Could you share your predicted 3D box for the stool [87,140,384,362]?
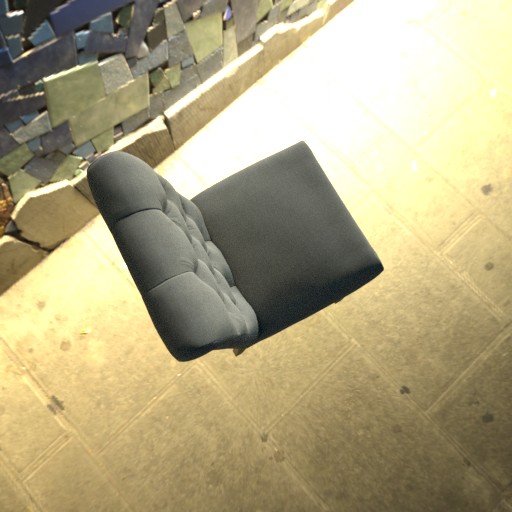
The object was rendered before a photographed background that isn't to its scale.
[{"bbox_3d":[0.000,0.000,1.394,0.601,1.040,0.493,-28,77,-7],"label":"stool"}]
